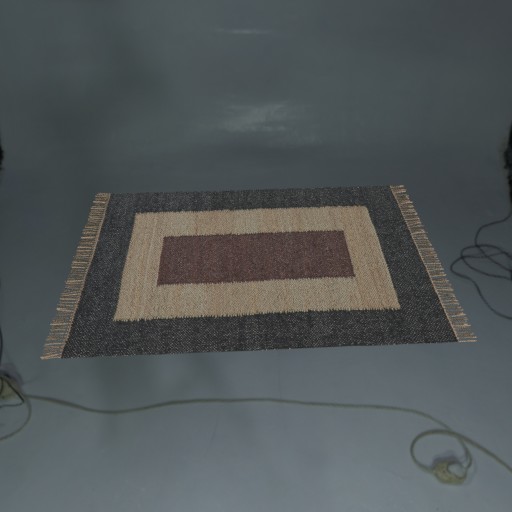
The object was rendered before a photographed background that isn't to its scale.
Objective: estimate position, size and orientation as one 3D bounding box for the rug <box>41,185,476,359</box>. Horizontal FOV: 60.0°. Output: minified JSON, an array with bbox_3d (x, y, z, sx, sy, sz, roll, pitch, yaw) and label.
[{"bbox_3d":[0.000,0.000,2.456,2.021,0.027,1.224,-2,45,-2],"label":"rug"}]
